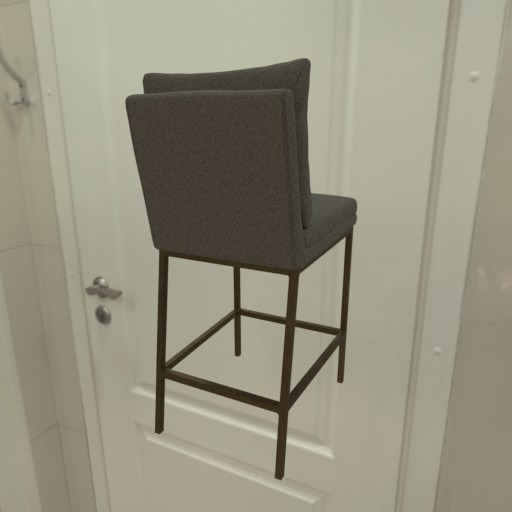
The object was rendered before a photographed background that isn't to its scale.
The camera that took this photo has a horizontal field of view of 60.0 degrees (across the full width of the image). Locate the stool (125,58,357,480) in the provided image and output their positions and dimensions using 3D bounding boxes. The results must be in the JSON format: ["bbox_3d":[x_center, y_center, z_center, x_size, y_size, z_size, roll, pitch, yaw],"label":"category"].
[{"bbox_3d":[0.000,0.000,1.333,0.463,1.030,0.569,8,18,26],"label":"stool"}]
